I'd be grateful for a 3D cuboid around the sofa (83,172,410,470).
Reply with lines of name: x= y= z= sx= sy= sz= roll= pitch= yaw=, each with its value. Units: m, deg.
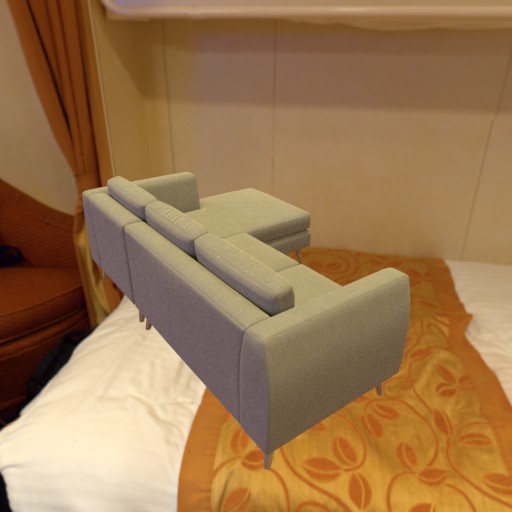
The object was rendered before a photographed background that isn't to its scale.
sofa: x=0.000 y=0.000 z=2.992 sx=1.580 sy=0.860 sz=2.300 roll=-18 pitch=32 yaw=-32
